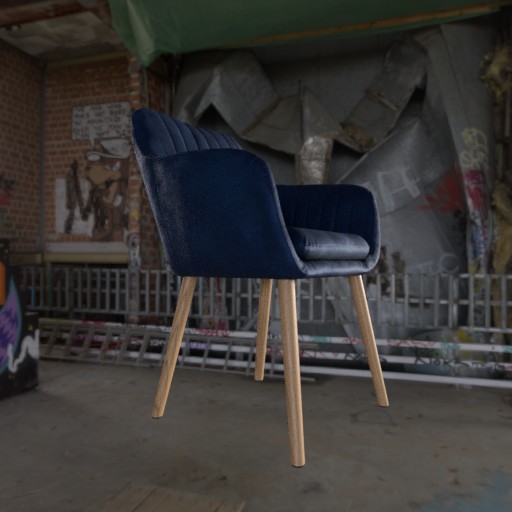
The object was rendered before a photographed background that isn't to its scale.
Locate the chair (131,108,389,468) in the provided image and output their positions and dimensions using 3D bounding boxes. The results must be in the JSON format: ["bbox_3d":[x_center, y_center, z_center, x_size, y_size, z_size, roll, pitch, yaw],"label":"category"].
[{"bbox_3d":[0.000,0.000,1.214,0.573,0.826,0.578,0,0,38],"label":"chair"}]
